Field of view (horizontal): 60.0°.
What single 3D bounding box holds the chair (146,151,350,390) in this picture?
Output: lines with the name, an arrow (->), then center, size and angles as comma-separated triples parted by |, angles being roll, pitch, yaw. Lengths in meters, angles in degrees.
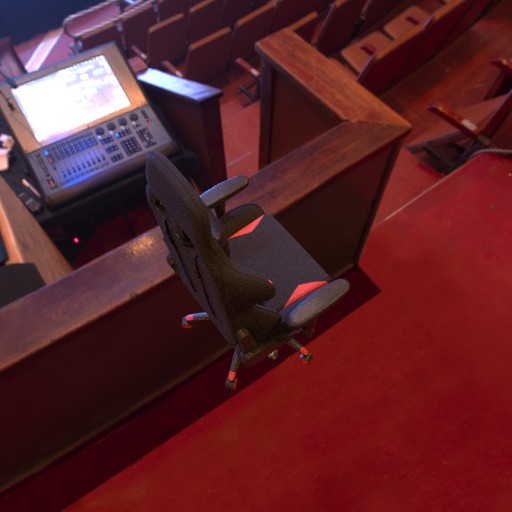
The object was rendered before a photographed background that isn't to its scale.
chair -> 0.000, 0.000, 1.737 | 0.658, 1.326, 0.695 | -33, 65, -18
